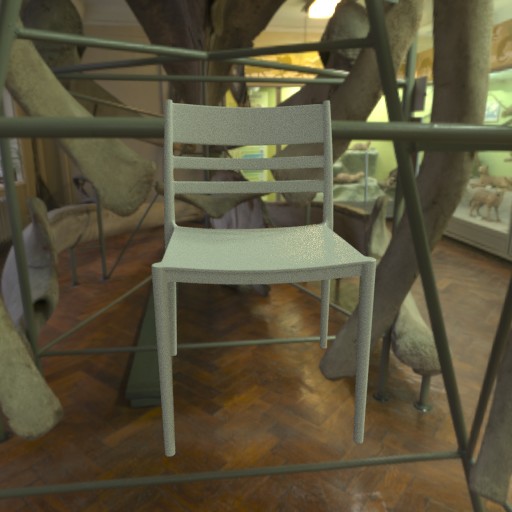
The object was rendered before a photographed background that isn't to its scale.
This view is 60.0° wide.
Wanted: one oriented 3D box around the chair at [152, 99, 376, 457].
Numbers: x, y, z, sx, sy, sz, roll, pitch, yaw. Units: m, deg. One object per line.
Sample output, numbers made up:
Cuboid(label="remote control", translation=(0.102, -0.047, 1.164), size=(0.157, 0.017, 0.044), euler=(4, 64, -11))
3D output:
Cuboid(label="chair", translation=(0.000, 0.000, 1.167), size=(0.531, 0.800, 0.511), euler=(-2, 16, -5))
